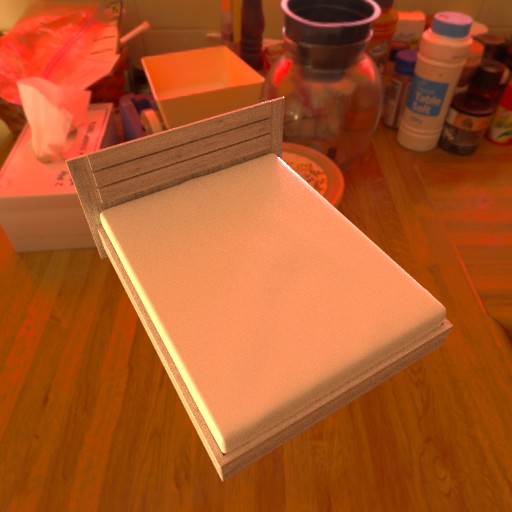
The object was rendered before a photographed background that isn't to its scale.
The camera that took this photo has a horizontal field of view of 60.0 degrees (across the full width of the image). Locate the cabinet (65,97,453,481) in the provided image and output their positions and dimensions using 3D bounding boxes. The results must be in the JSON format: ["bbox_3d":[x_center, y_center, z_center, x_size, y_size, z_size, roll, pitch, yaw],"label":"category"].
[{"bbox_3d":[0.000,0.000,3.014,1.750,0.970,2.080,-23,51,-21],"label":"cabinet"}]
